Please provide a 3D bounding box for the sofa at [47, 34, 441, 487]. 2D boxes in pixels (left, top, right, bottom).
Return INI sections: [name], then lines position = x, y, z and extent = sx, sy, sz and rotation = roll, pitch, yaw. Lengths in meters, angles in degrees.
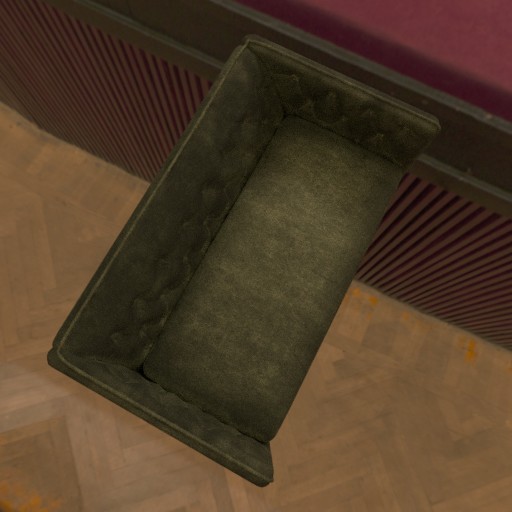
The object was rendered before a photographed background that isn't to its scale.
[sofa]
position = 0.000, 0.000, 1.989
extent = 0.895, 0.768, 1.537
rotation = 27, 78, 6
